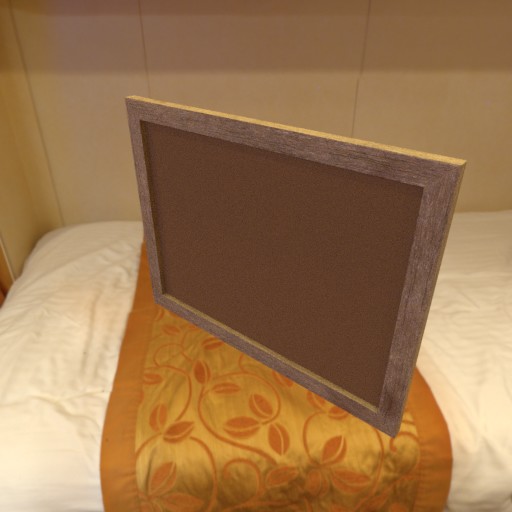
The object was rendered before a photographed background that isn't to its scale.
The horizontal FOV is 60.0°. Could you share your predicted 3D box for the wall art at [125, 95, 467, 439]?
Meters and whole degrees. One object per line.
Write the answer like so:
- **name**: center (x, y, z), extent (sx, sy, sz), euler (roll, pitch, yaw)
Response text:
- **wall art**: center (0.000, 0.000, 0.894), extent (0.690, 0.535, 0.026), euler (22, 37, 33)
